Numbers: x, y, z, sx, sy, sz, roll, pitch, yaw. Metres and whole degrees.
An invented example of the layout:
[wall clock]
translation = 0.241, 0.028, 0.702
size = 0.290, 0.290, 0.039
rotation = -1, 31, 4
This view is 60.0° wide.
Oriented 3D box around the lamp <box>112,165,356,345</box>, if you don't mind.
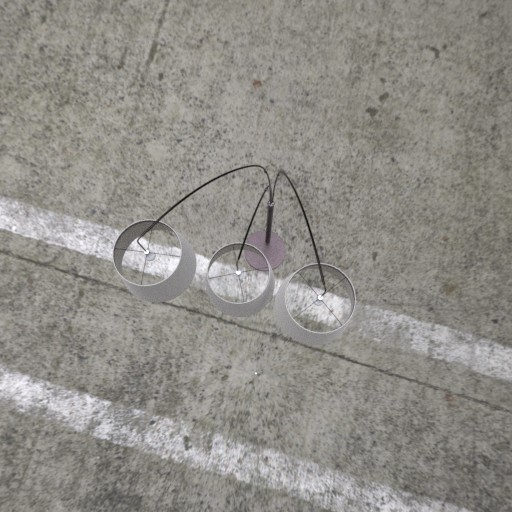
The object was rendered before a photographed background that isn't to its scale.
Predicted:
[lamp]
translation = 0.000, 0.000, 2.471
size = 0.951, 1.950, 0.924
rotation = 16, 76, 4
